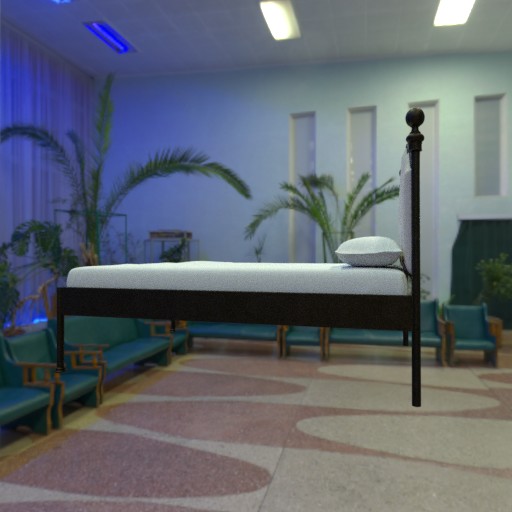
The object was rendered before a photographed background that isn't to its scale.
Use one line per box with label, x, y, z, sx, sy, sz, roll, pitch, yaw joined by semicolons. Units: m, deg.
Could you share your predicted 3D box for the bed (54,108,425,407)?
bed;0.000;0.000;3.271;2.224;1.499;1.642;0;0;17
